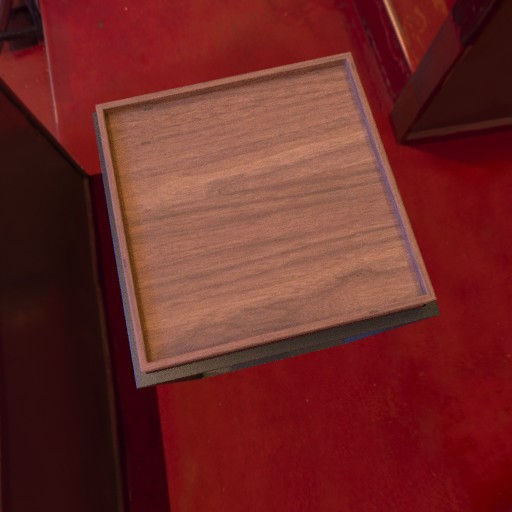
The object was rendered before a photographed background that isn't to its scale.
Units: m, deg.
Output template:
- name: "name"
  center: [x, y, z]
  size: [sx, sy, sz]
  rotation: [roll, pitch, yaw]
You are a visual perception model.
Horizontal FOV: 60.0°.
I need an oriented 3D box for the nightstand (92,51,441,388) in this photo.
- name: "nightstand"
  center: [0.000, 0.000, 0.865]
  size: [0.397, 0.607, 0.397]
  rotation: [-13, 76, -3]
